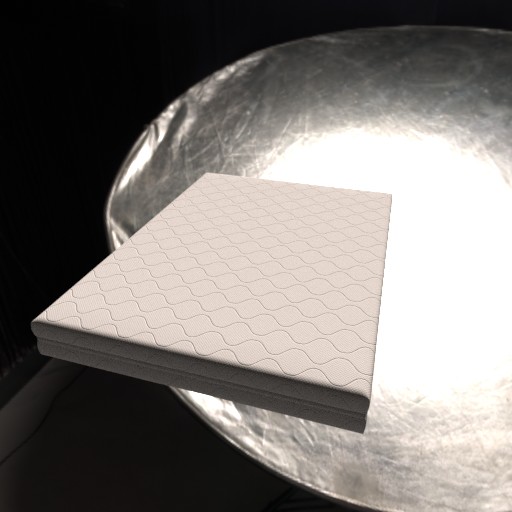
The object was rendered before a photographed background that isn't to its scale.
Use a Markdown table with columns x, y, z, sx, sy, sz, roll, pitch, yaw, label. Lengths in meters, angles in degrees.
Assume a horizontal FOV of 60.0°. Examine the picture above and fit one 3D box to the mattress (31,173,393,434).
| x | y | z | sx | sy | sz | roll | pitch | yaw | label |
| --- | --- | --- | --- | --- | --- | --- | --- | --- | --- |
| 0.000 | 0.000 | 2.498 | 1.400 | 0.200 | 1.900 | 9 | 32 | 15 | mattress |
